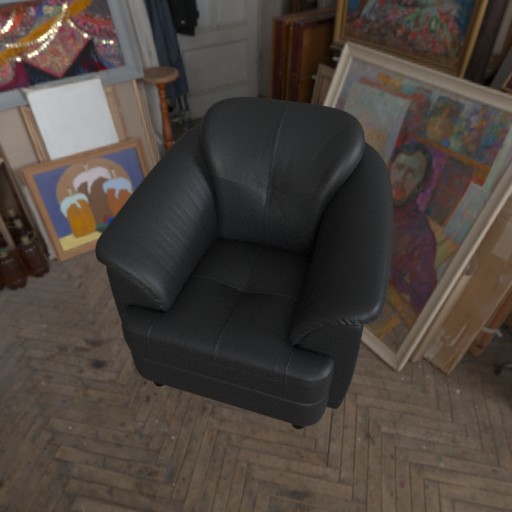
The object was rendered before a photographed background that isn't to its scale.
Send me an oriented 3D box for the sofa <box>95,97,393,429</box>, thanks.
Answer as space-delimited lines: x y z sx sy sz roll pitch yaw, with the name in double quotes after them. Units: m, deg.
0.000 0.000 1.526 0.870 0.811 0.794 12 42 14 "sofa"
